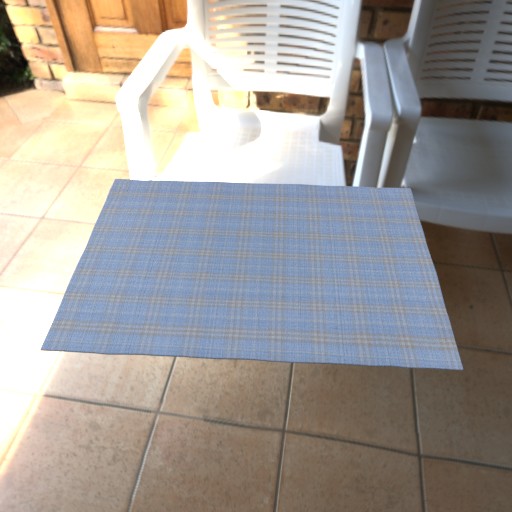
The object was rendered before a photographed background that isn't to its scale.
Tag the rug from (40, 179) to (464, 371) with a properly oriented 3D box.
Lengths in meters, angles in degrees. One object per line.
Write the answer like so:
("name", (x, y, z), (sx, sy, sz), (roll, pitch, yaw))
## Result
("rug", (0.000, 0.000, 2.321), (1.835, 0.012, 1.231), (2, 47, 2))
